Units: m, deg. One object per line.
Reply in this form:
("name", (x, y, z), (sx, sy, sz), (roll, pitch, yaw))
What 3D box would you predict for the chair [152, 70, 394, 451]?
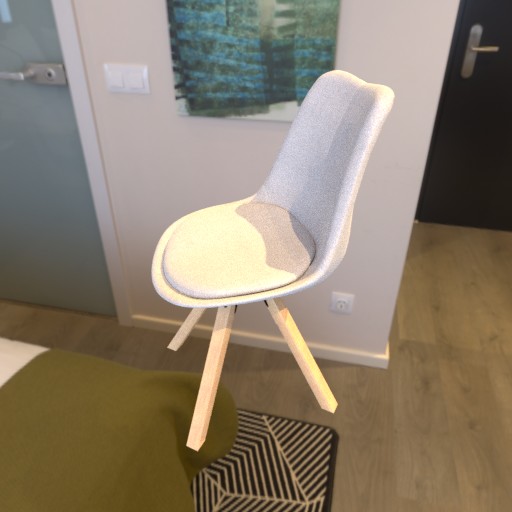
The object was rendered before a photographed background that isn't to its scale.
("chair", (0.000, 0.000, 1.177), (0.549, 0.863, 0.474), (-9, 33, -14))
